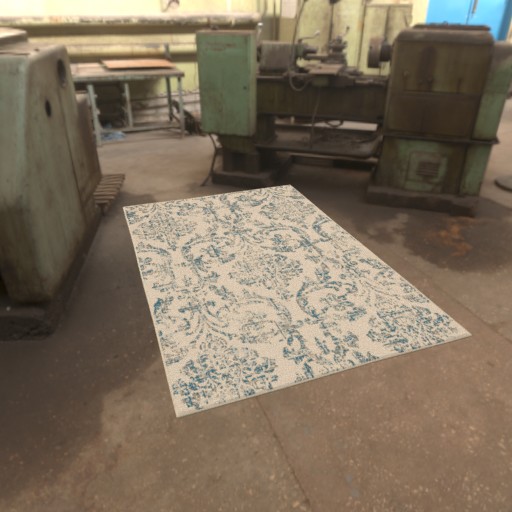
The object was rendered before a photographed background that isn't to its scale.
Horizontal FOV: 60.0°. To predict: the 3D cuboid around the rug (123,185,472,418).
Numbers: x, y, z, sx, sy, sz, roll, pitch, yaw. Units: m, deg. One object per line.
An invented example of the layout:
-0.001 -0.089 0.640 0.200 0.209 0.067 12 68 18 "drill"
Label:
0.000 0.000 2.371 1.213 0.012 1.831 -10 31 -17 "rug"
